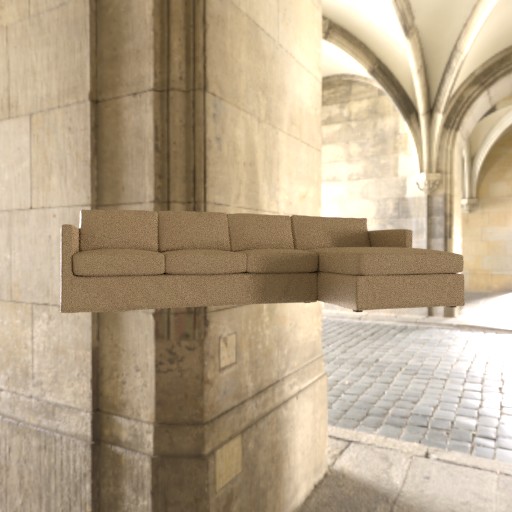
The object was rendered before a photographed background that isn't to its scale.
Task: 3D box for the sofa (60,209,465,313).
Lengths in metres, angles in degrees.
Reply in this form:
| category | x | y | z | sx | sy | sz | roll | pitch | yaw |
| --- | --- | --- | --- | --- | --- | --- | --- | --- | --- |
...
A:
| category | x | y | z | sx | sy | sz | roll | pitch | yaw |
| --- | --- | --- | --- | --- | --- | --- | --- | --- | --- |
| sofa | 0.000 | 0.000 | 3.963 | 3.206 | 0.871 | 1.622 | 0 | 1 | -18 |
